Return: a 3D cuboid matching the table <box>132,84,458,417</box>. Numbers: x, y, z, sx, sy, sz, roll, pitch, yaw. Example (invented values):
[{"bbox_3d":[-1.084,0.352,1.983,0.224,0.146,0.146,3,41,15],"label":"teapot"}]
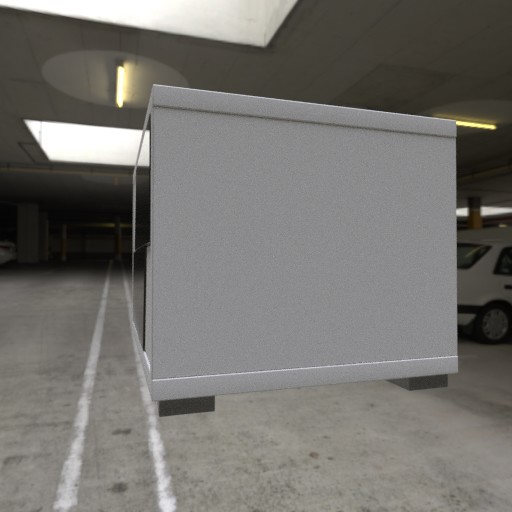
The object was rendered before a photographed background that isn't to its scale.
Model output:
[{"bbox_3d":[0.000,0.000,0.776,0.399,0.357,0.517,0,-1,-18],"label":"table"}]
